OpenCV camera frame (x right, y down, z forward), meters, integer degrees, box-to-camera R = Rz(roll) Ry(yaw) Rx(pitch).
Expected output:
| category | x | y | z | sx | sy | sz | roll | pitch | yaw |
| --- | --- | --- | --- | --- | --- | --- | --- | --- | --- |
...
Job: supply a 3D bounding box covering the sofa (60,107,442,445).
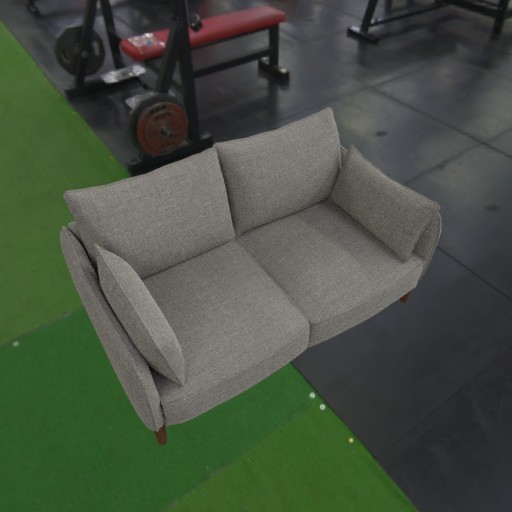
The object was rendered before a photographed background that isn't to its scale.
| category | x | y | z | sx | sy | sz | roll | pitch | yaw |
| --- | --- | --- | --- | --- | --- | --- | --- | --- | --- |
| sofa | 0.000 | 0.000 | 2.131 | 1.580 | 0.851 | 0.972 | -25 | 51 | -22 |
